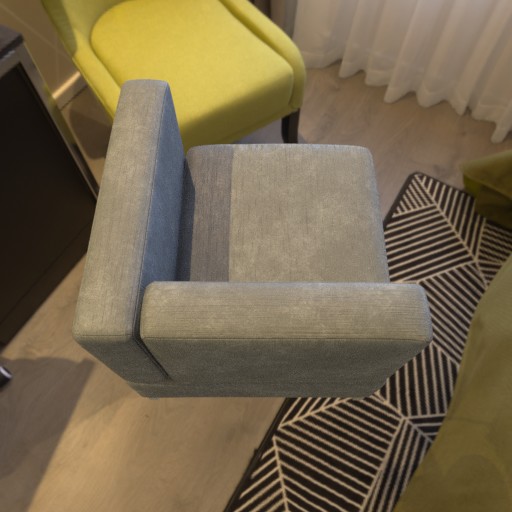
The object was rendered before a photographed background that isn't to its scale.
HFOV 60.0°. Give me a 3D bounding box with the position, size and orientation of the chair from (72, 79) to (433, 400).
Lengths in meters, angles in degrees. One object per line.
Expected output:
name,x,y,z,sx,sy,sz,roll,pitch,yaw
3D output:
chair,0.000,0.000,1.199,0.680,0.660,0.680,0,63,0
